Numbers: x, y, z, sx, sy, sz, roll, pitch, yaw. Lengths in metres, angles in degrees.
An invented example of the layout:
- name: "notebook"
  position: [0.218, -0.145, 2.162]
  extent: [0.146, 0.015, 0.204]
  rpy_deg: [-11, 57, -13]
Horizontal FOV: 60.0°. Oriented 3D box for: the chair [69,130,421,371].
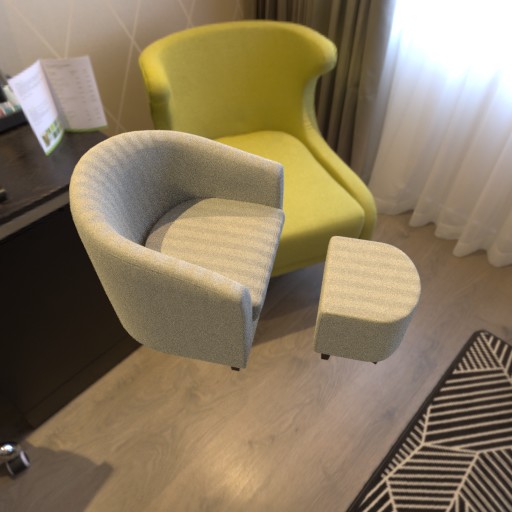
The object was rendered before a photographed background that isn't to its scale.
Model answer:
- name: "chair"
  position: [0.000, 0.000, 1.761]
  extent: [1.288, 0.757, 0.756]
  rpy_deg: [9, 48, 8]
